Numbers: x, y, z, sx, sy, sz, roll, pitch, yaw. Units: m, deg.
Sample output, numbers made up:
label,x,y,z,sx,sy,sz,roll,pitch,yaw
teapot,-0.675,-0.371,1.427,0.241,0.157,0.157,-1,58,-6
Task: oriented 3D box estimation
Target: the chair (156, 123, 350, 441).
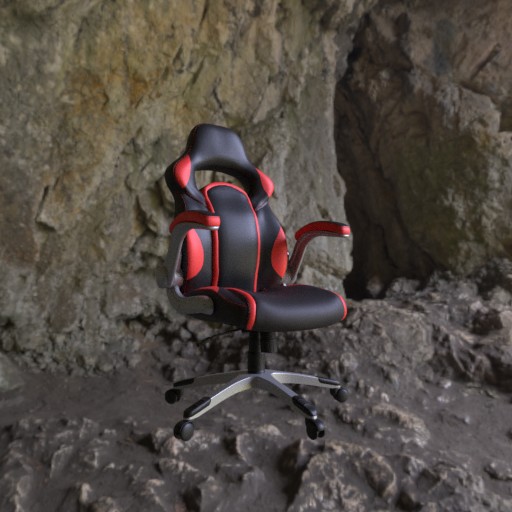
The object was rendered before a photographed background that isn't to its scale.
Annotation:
label,x,y,z,sx,sy,sz,roll,pitch,yaw
chair,0.000,0.000,1.681,0.758,1.165,0.712,1,-2,-35
